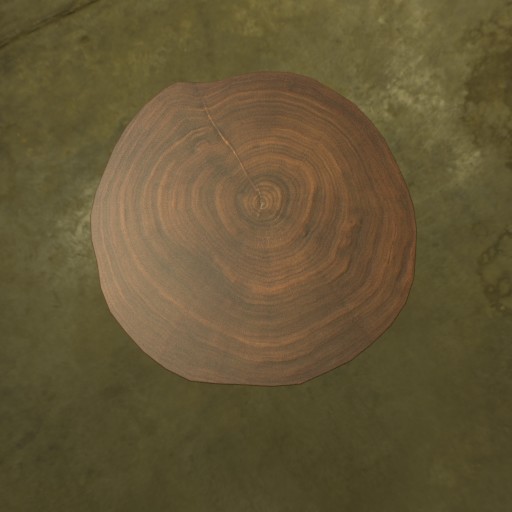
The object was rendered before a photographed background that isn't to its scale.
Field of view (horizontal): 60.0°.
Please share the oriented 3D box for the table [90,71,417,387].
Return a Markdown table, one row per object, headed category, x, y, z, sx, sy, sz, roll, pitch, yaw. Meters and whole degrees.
| category | x | y | z | sx | sy | sz | roll | pitch | yaw |
| --- | --- | --- | --- | --- | --- | --- | --- | --- | --- |
| table | 0.000 | 0.000 | 0.874 | 0.477 | 0.476 | 0.494 | 14 | 76 | 4 |
